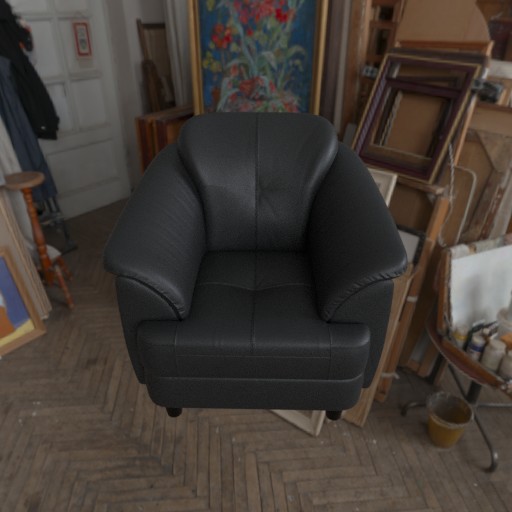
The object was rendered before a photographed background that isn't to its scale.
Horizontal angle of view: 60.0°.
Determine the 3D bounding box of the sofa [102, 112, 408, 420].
[{"bbox_3d":[0.000,0.000,1.527,0.870,0.811,0.794,1,30,1],"label":"sofa"}]
